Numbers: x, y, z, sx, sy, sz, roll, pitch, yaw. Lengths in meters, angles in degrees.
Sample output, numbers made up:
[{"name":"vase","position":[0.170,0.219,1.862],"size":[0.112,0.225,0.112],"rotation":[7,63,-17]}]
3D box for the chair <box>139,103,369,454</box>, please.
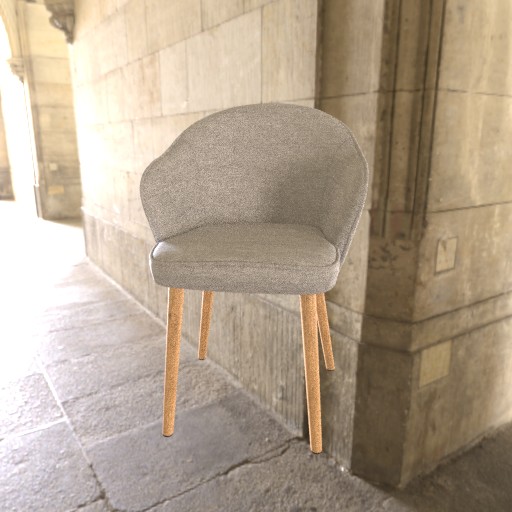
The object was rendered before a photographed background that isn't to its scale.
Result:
[{"name":"chair","position":[0.000,0.000,1.164],"size":[0.540,0.800,0.530],"rotation":[2,15,9]}]
